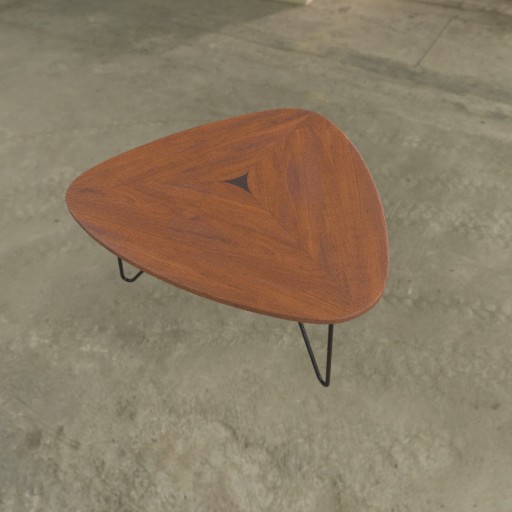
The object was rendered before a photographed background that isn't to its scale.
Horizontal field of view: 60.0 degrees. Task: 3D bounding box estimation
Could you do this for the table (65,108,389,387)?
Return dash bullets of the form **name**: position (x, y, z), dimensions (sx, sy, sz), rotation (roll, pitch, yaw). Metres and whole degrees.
- **table**: position (0.000, 0.000, 1.287), dimensions (0.833, 0.413, 0.821), rotation (-24, 51, -22)
